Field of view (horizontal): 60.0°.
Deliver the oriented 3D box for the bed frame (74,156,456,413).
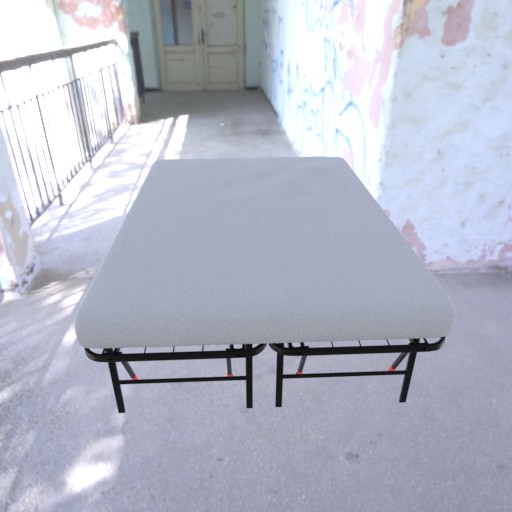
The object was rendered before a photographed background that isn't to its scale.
[{"bbox_3d":[0.000,0.000,2.497,1.372,0.637,1.905,-1,29,-2],"label":"bed frame"}]
